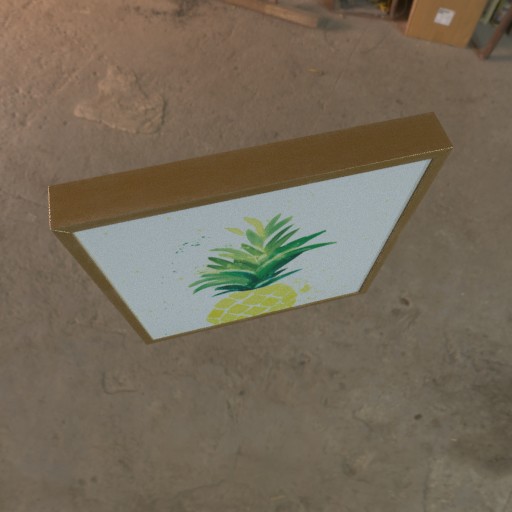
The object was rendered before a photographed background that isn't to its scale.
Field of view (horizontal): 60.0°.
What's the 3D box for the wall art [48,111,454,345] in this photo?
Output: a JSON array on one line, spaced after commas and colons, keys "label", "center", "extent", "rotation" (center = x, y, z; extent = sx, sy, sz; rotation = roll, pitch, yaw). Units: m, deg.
[{"label": "wall art", "center": [0.000, 0.000, 0.471], "extent": [0.306, 0.305, 0.038], "rotation": [-12, 64, -6]}]
